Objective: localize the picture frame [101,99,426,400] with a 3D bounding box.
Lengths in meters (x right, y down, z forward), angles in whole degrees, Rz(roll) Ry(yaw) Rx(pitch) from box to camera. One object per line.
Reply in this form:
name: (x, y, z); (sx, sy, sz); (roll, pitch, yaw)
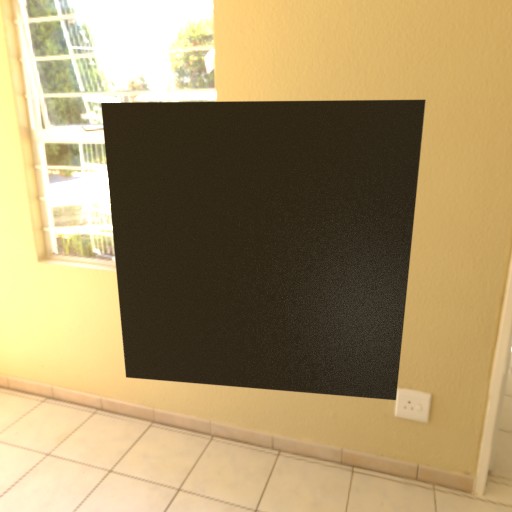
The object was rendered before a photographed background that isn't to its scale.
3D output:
picture frame: (0.000, 0.000, 0.846); (0.559, 0.557, 0.029); (2, 16, 8)
